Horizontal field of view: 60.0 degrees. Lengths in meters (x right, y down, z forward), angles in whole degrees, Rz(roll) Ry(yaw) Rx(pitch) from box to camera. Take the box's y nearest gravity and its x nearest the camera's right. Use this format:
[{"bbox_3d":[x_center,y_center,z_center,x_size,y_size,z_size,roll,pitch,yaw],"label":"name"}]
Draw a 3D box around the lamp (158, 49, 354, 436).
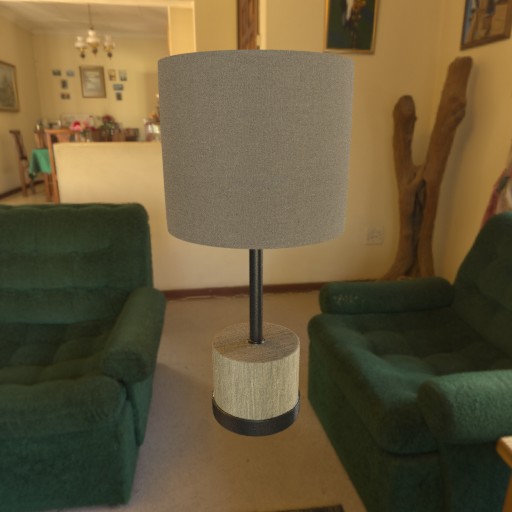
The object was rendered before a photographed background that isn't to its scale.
[{"bbox_3d":[0.000,0.000,0.589,0.229,0.470,0.229,-8,18,-24],"label":"lamp"}]
